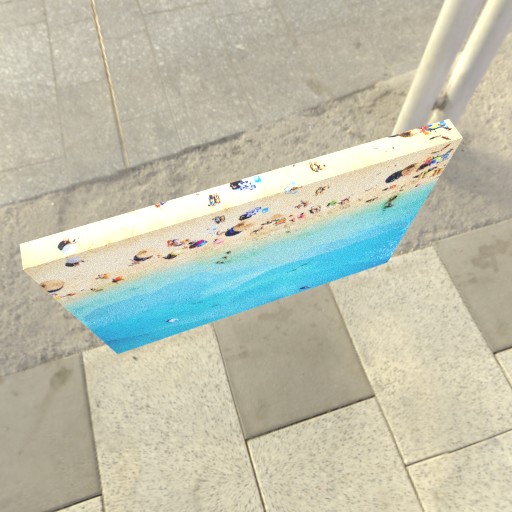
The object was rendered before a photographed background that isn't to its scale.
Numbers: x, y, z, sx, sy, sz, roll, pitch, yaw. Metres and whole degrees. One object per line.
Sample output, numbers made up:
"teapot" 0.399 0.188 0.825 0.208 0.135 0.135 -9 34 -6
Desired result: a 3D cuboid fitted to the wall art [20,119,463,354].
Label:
"wall art" 0.000 0.000 1.128 0.894 0.595 0.057 -18 65 -9
